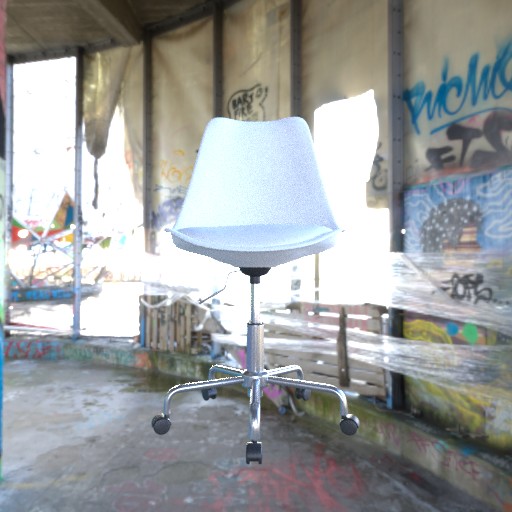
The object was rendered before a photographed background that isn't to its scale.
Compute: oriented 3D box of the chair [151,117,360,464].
[{"bbox_3d":[0.000,0.000,1.243,0.550,0.930,0.550,0,-1,1],"label":"chair"}]
